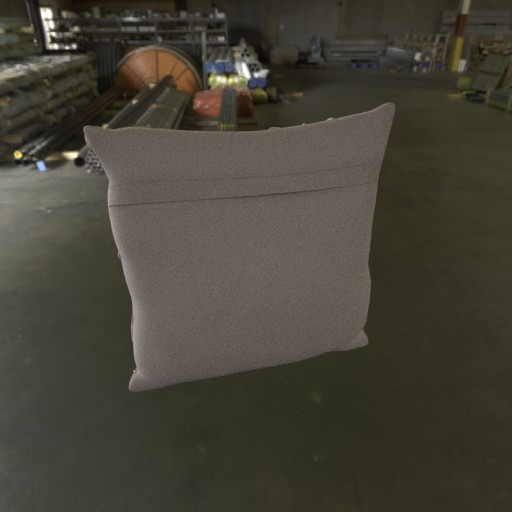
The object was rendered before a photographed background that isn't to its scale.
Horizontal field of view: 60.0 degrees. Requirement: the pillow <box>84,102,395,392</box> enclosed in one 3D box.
[{"bbox_3d":[0.000,0.000,0.692,0.439,0.440,0.185,-8,29,-15],"label":"pillow"}]
